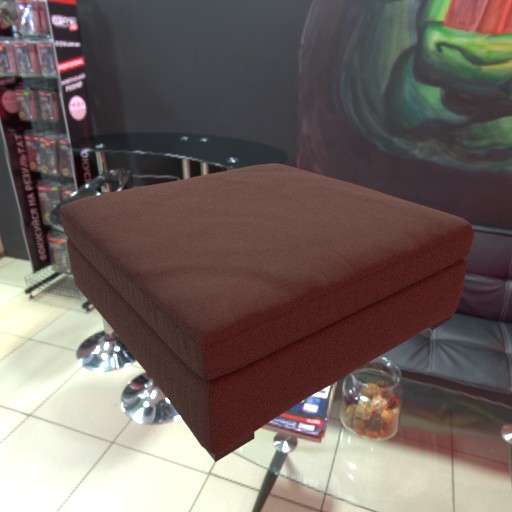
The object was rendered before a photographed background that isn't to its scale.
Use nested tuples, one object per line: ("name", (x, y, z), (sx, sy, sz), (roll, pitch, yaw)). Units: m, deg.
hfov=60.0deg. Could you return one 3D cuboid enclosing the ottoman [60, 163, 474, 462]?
("ottoman", (0.000, 0.000, 1.790), (1.181, 0.470, 1.181), (-18, 31, -33))
